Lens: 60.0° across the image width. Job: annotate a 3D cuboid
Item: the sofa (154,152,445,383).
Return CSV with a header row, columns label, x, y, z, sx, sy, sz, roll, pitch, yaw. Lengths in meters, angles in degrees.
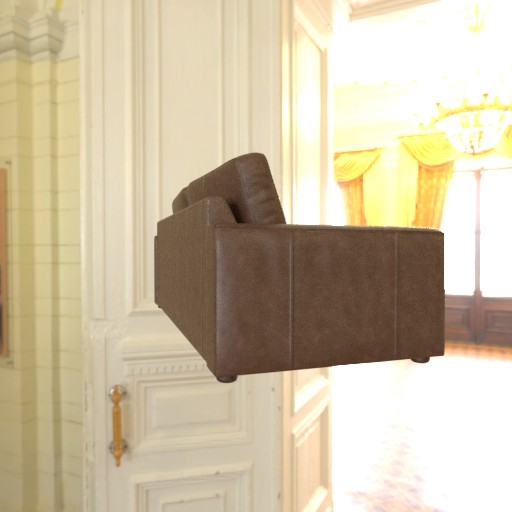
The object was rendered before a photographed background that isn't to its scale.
label,x,y,z,sx,sy,sz,roll,pitch,yaw
sofa,0.000,0.000,2.708,1.016,0.873,2.179,0,1,-18
